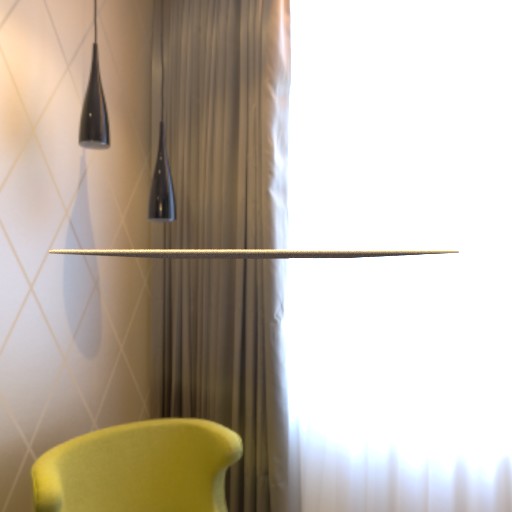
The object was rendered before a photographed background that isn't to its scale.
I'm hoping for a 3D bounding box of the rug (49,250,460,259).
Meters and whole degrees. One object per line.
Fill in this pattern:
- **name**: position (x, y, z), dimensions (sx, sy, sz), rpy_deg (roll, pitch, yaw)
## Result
- **rug**: position (0.000, 0.000, 2.815), dimensions (1.598, 0.014, 2.202), rpy_deg (0, -1, 0)
